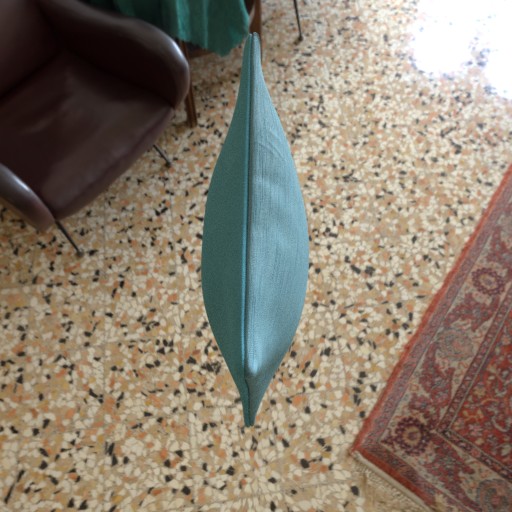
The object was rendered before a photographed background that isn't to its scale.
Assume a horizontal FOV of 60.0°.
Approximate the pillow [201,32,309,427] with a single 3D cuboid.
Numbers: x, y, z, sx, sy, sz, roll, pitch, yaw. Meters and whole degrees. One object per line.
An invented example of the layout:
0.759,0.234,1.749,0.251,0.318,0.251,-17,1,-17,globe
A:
0.000,0.000,0.647,0.151,0.415,0.433,1,63,0,pillow
